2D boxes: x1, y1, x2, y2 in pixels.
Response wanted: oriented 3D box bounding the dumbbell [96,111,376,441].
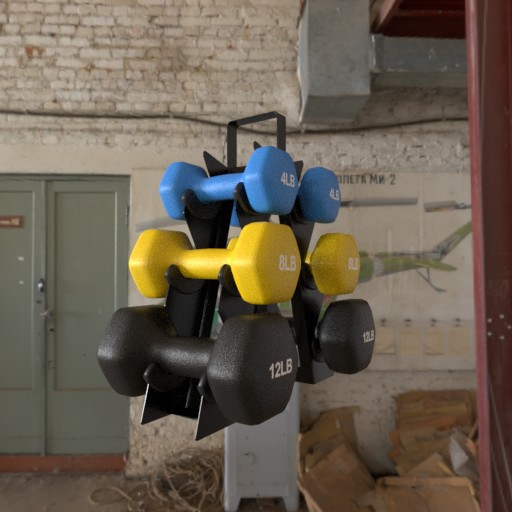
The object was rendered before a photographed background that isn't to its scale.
[{"bbox_3d":[0.000,0.000,0.682,0.255,0.426,0.409,-1,-2,34],"label":"dumbbell"}]
